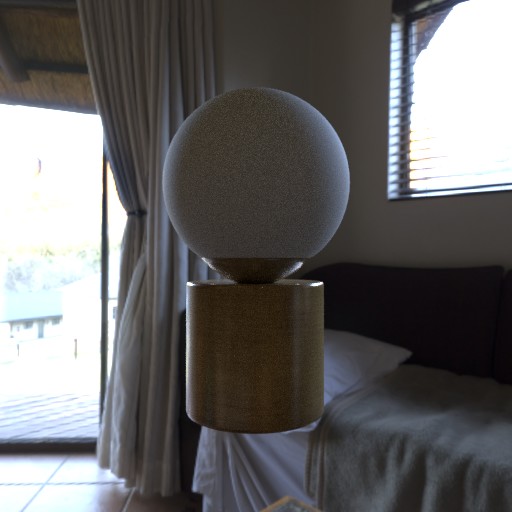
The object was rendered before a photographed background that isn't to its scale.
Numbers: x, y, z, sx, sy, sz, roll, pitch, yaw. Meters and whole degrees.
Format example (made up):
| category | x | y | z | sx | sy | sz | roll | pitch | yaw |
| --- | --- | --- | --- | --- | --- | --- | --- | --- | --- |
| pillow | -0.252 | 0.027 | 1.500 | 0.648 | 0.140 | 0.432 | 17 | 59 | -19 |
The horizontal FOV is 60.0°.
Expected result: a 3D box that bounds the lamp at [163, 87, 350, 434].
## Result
| category | x | y | z | sx | sy | sz | roll | pitch | yaw |
| --- | --- | --- | --- | --- | --- | --- | --- | --- | --- |
| lamp | 0.000 | 0.000 | 0.346 | 0.141 | 0.250 | 0.152 | 0 | -1 | -1 |
